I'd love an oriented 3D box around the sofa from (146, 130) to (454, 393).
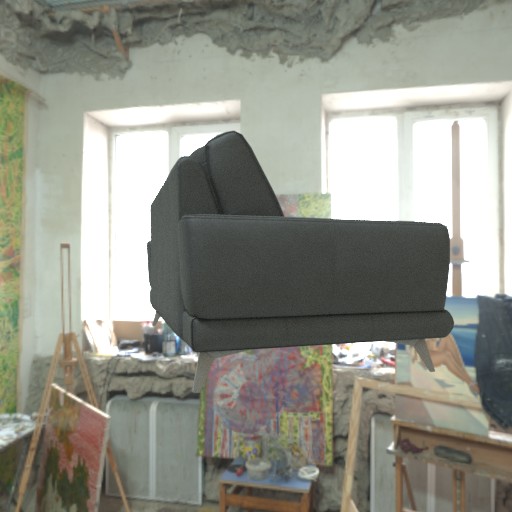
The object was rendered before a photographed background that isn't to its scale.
[{"bbox_3d":[0.000,0.000,2.339,1.018,0.907,1.806,0,-1,-18],"label":"sofa"}]
